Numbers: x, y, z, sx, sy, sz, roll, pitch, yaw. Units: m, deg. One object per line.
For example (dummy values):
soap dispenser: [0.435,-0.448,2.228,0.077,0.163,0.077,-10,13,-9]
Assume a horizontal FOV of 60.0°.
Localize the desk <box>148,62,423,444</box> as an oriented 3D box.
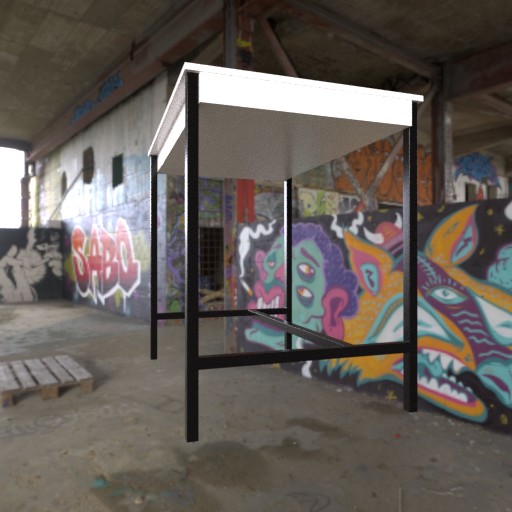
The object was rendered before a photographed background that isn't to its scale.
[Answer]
desk: [0.000,0.000,1.354,0.573,0.766,0.811,0,0,-19]
